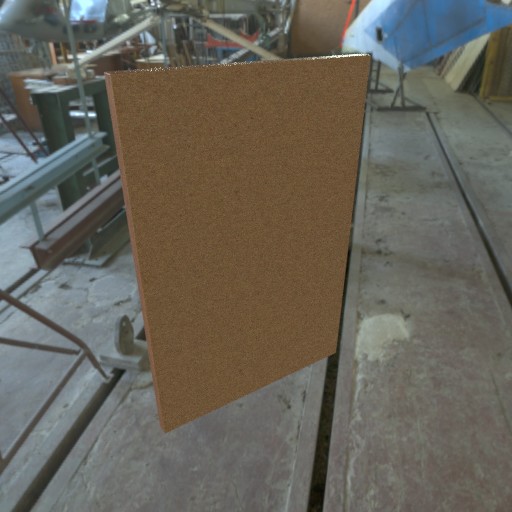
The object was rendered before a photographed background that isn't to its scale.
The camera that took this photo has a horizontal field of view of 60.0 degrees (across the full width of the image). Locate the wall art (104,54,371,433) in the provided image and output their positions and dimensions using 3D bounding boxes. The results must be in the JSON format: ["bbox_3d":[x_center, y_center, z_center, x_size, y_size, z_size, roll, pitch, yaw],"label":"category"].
[{"bbox_3d":[0.000,0.000,1.135,0.610,0.914,0.037,-17,34,-27],"label":"wall art"}]
